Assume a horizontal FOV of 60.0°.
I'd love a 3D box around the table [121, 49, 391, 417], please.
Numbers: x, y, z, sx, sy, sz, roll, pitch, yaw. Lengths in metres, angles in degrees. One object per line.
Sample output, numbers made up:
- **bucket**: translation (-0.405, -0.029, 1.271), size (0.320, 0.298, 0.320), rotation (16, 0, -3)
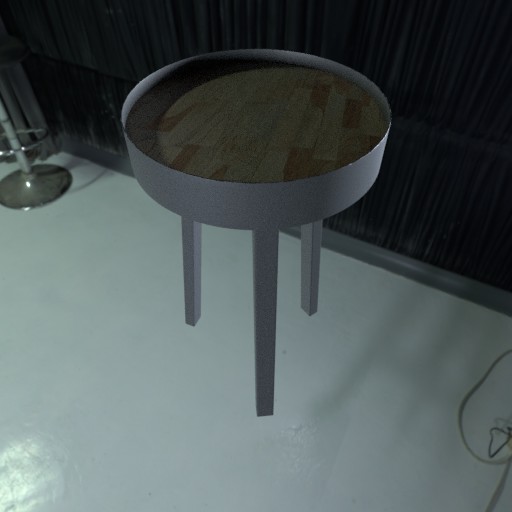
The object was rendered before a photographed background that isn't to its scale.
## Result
- **table**: translation (0.000, 0.000, 0.929), size (0.406, 0.686, 0.406), rotation (18, 49, 16)
